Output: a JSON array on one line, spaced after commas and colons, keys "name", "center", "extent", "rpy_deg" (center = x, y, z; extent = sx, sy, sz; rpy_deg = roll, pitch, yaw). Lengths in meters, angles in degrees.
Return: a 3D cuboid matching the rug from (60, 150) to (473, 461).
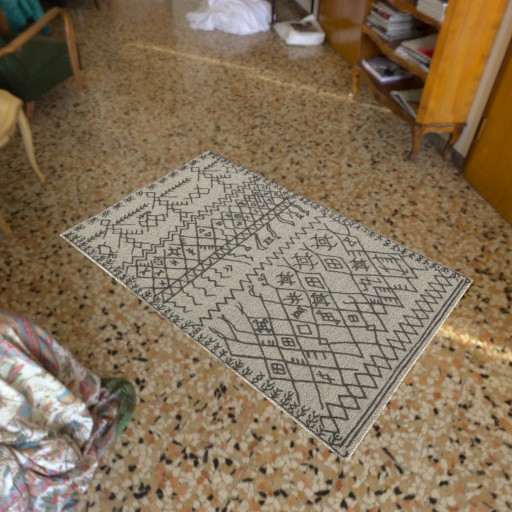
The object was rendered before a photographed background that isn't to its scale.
[{"name": "rug", "center": [0.000, 0.000, 4.790], "extent": [3.824, 0.019, 2.393], "rpy_deg": [31, 52, 28]}]
